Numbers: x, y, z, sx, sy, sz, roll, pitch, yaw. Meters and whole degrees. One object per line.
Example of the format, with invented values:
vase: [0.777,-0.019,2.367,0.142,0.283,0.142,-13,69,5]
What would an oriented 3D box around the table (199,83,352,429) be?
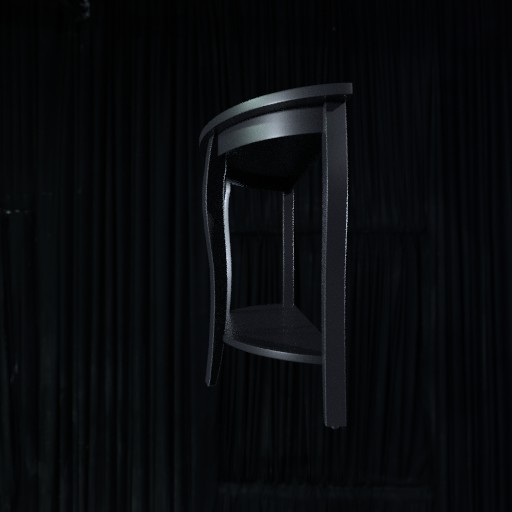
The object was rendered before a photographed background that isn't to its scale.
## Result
table: [0.000,0.000,1.588,0.394,0.780,1.219,0,1,-1]
